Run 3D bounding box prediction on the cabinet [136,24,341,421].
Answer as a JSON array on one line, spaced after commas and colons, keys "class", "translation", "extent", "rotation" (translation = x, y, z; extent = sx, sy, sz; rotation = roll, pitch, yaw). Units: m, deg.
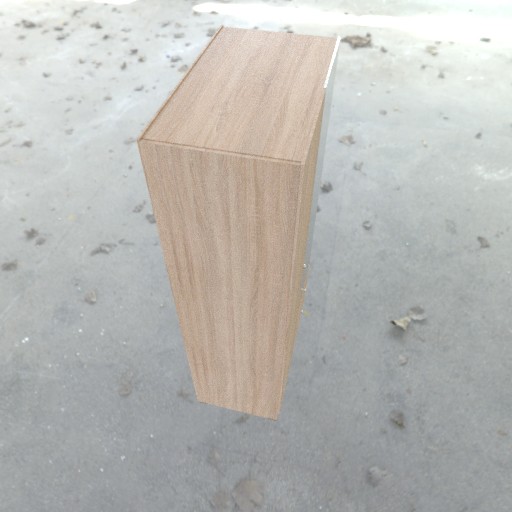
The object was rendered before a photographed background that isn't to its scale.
[{"class": "cabinet", "translation": [0.000, 0.000, 2.568], "extent": [0.590, 2.121, 1.001], "rotation": [10, 49, 9]}]
